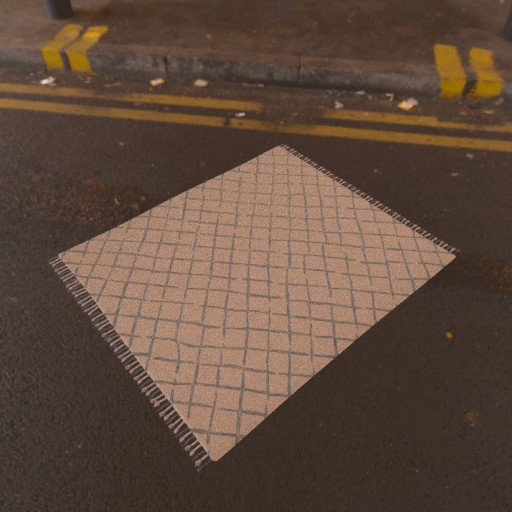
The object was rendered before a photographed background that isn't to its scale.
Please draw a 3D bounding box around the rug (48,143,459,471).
[{"bbox_3d":[0.000,0.000,4.897,3.585,0.036,2.892,-32,55,-26],"label":"rug"}]
